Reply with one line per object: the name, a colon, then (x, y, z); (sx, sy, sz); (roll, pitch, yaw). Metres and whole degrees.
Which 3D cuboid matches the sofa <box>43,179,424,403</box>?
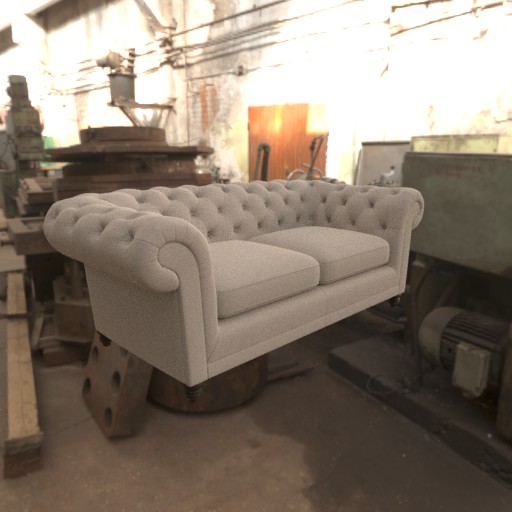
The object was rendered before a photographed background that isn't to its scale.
sofa: (0.000, 0.000, 2.460); (1.998, 0.764, 0.986); (-13, 18, -43)
